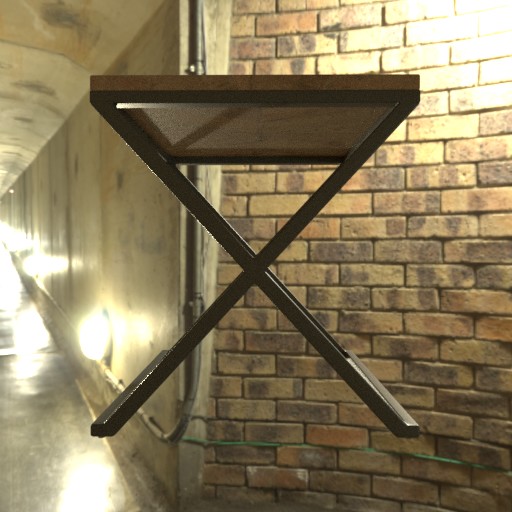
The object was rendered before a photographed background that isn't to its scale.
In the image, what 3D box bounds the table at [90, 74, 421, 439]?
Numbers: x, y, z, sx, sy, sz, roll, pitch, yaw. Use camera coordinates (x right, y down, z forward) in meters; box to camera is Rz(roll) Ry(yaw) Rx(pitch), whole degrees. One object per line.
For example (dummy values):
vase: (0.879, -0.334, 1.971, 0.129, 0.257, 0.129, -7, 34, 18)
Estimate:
table: (0.000, 0.000, 0.913, 0.498, 0.550, 0.499, 0, 1, 1)
